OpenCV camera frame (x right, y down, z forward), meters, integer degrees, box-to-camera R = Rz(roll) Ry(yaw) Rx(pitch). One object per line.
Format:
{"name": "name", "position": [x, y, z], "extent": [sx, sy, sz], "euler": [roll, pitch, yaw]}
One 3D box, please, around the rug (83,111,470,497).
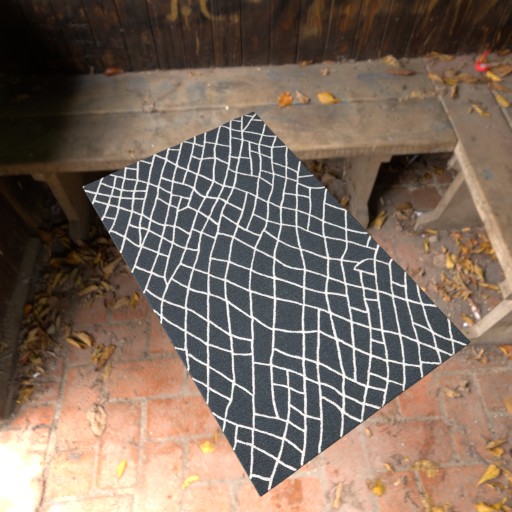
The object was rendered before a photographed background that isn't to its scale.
{"name": "rug", "position": [0.000, 0.000, 3.009], "extent": [1.529, 0.017, 2.448], "euler": [-29, 63, -16]}
